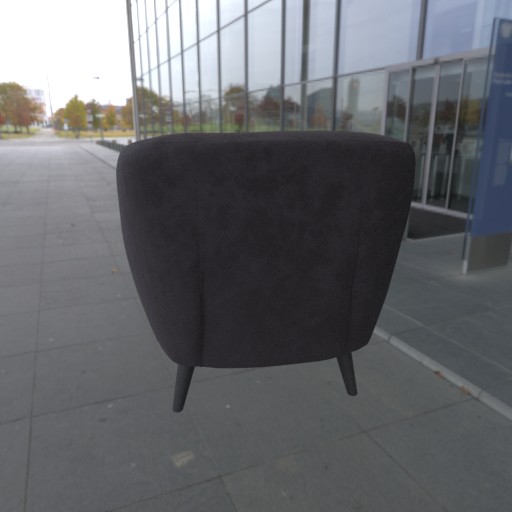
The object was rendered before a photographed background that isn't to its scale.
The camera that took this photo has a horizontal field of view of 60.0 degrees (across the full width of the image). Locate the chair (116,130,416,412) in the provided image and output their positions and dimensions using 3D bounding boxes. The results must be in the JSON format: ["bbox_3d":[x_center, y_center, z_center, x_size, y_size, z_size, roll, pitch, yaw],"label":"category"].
[{"bbox_3d":[0.000,0.000,1.478,0.840,0.807,0.819,-2,16,-8],"label":"chair"}]
